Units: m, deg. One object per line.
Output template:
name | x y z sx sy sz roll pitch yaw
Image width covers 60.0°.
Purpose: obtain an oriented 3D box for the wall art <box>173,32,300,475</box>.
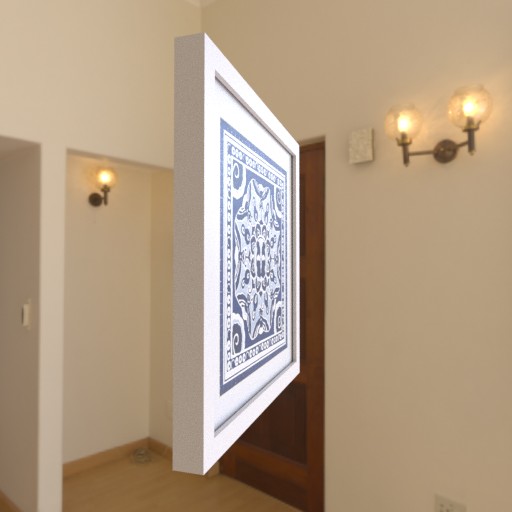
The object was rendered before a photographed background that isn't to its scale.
wall art | 0.000 0.000 0.528 0.027 0.355 0.355 0 -1 18
